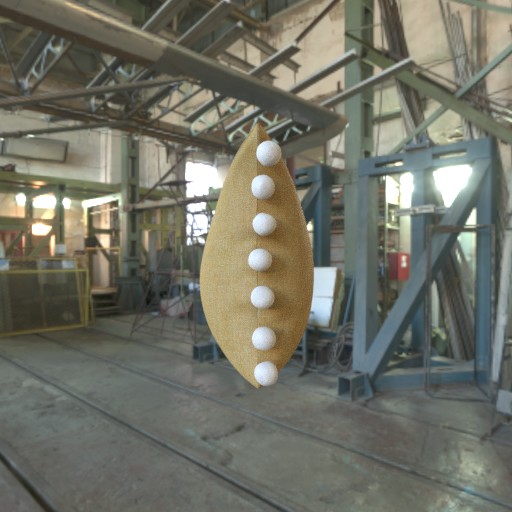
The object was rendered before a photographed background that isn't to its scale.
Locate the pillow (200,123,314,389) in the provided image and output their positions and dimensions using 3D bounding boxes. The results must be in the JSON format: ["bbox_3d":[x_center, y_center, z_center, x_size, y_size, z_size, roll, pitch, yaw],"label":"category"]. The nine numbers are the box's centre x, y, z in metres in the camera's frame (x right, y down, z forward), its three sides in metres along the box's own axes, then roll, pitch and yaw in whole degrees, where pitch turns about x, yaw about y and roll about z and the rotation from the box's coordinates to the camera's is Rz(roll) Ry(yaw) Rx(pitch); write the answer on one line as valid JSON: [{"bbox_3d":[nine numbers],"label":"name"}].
[{"bbox_3d":[0.000,0.000,0.855,0.201,0.322,0.709,0,0,0],"label":"pillow"}]
